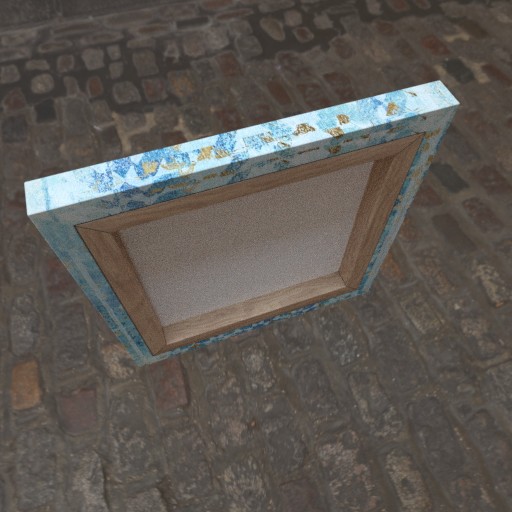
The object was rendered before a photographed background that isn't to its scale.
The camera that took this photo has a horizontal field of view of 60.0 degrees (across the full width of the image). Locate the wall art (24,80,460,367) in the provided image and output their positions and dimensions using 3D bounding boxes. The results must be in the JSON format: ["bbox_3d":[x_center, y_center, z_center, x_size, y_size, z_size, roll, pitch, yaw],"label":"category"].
[{"bbox_3d":[0.000,0.000,0.575,0.405,0.405,0.037,-17,60,-10],"label":"wall art"}]
